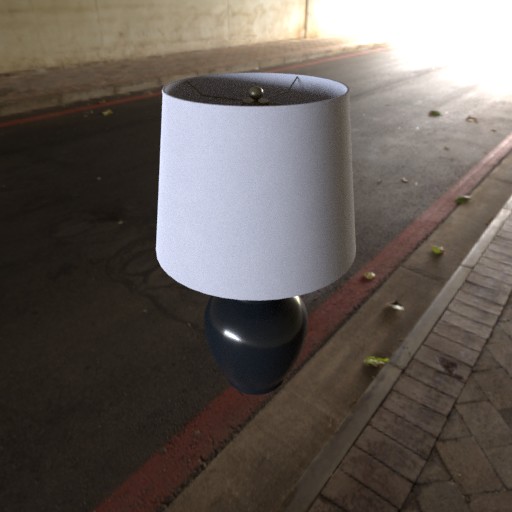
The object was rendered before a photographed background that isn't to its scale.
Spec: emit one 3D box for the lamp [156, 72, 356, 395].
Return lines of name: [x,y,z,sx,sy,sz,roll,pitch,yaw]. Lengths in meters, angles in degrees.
lamp: [0.000,0.000,0.551,0.239,0.399,0.239,0,31,0]
